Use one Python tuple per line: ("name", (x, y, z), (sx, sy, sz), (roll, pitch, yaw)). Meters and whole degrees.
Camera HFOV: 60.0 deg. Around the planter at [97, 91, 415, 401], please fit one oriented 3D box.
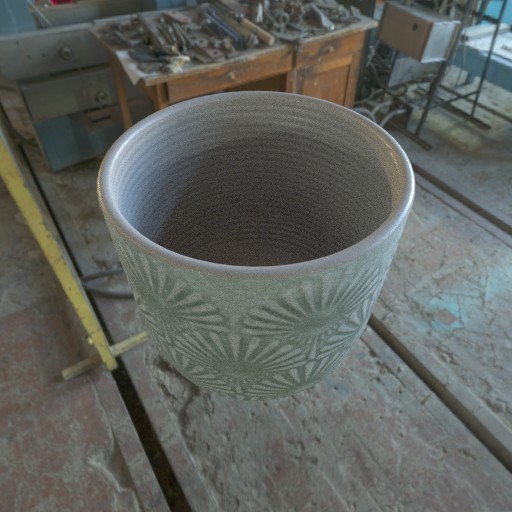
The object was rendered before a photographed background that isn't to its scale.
("planter", (0.000, 0.000, 0.215), (0.124, 0.109, 0.124), (0, 46, 0))
